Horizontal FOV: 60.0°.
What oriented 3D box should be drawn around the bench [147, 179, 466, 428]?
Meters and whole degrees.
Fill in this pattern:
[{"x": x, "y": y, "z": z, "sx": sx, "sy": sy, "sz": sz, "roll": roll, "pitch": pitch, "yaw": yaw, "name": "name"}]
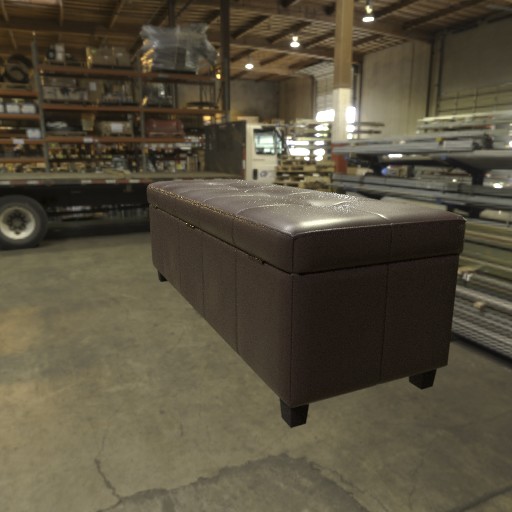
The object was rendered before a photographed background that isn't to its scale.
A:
[{"x": 0.000, "y": 0.000, "z": 1.415, "sx": 0.450, "sy": 0.417, "sz": 1.219, "roll": -6, "pitch": 15, "yaw": -24, "name": "bench"}]
